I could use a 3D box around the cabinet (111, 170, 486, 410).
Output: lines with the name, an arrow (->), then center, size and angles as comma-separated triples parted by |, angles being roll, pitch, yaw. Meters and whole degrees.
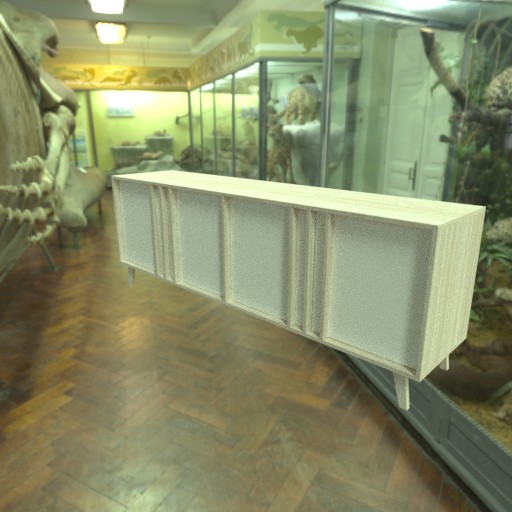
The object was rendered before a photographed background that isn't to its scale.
cabinet -> 0.000, 0.000, 2.533 | 2.200, 0.780, 0.500 | 15, 22, 41
